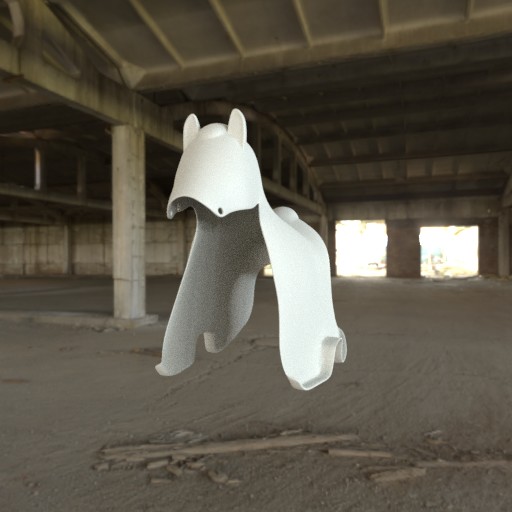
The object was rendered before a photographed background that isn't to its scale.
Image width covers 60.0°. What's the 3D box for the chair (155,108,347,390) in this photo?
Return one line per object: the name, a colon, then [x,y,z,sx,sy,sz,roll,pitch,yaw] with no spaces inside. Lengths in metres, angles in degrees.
chair: [0.000,0.000,1.190,0.429,0.612,0.800,0,0,20]
